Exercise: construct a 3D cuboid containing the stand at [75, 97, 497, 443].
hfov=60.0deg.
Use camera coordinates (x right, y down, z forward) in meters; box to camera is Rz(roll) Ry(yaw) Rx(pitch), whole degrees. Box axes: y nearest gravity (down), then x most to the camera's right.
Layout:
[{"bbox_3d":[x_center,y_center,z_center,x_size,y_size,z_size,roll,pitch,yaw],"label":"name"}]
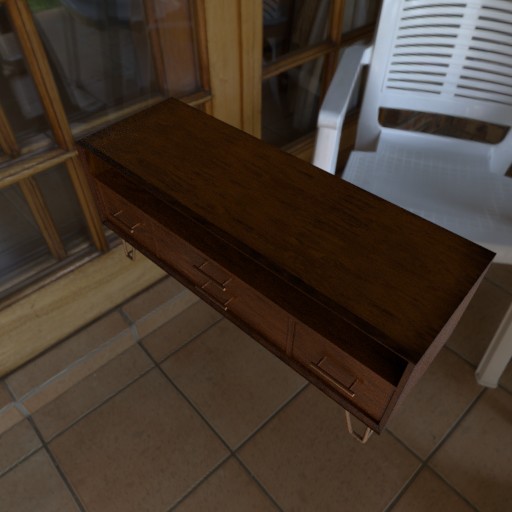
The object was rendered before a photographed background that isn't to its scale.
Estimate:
[{"bbox_3d":[0.000,0.000,1.646,1.372,0.610,0.481,33,55,27],"label":"stand"}]
